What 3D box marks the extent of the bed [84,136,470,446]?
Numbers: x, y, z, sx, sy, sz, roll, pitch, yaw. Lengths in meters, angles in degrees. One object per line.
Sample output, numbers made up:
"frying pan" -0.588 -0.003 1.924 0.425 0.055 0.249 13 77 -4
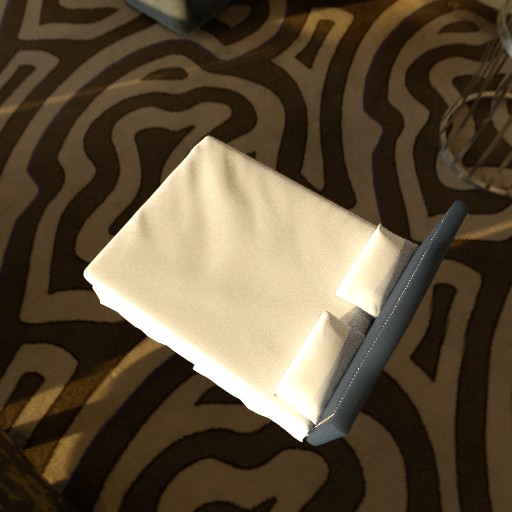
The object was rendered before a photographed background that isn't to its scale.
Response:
"bed" 0.000 0.000 3.459 2.282 1.436 1.821 31 69 14
